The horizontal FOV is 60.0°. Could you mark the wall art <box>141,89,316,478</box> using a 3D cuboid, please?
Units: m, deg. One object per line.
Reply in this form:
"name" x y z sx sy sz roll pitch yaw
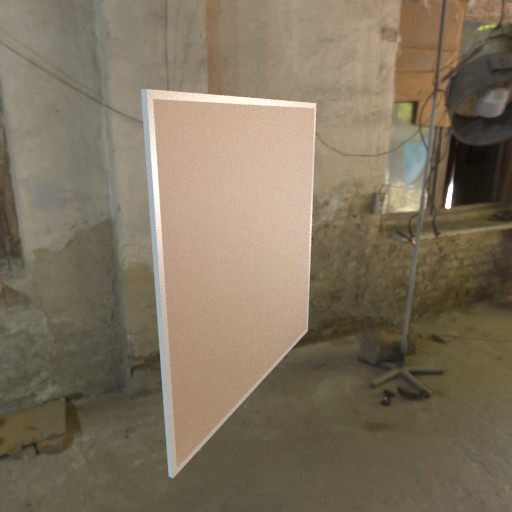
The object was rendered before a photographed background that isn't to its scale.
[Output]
"wall art" 0.000 0.000 1.208 0.012 0.809 0.809 9 19 27
